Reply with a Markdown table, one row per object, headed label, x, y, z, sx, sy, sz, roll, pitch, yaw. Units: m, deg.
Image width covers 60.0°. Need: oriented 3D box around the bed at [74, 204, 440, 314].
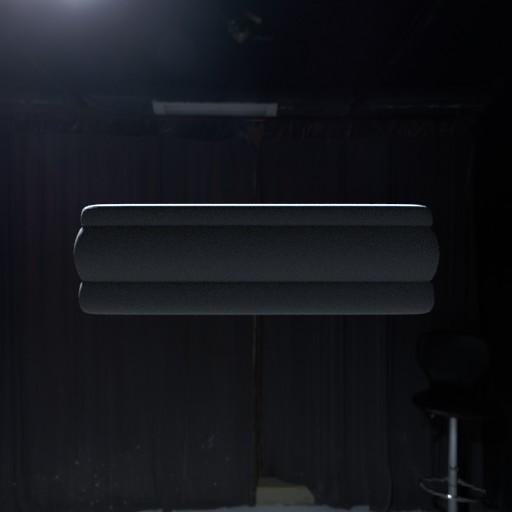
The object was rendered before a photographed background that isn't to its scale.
| label | x | y | z | sx | sy | sz | roll | pitch | yaw |
| --- | --- | --- | --- | --- | --- | --- | --- | --- | --- |
| bed | 0.000 | 0.000 | 2.711 | 1.520 | 0.460 | 2.036 | 0 | 0 | 0 |
